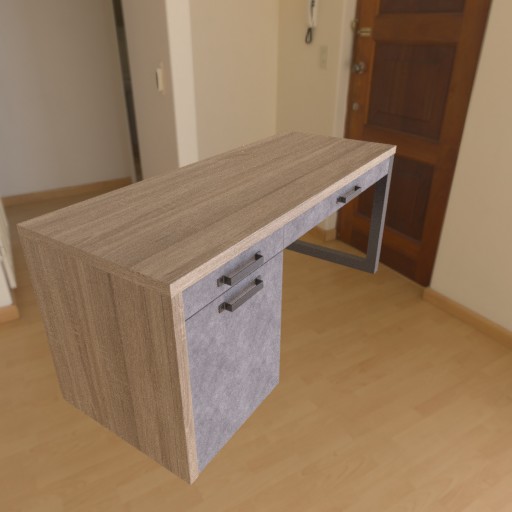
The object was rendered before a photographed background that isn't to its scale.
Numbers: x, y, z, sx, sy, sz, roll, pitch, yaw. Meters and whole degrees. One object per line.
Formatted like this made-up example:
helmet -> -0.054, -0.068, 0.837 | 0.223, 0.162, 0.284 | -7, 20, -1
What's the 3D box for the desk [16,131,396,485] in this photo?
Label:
desk -> 0.000, 0.000, 2.035 | 0.690, 0.760, 1.700 | 17, 32, 30
